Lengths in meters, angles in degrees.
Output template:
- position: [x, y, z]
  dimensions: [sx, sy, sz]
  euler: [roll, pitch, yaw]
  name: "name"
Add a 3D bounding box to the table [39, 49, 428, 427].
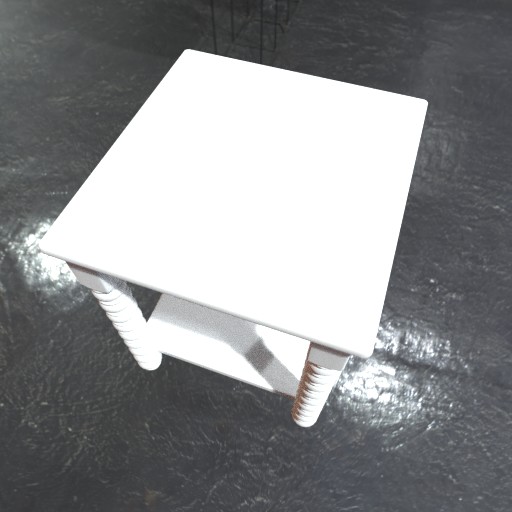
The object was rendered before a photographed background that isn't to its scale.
- position: [0.000, 0.000, 0.976]
  dimensions: [0.500, 0.563, 0.533]
  euler: [17, 58, 11]
  name: "table"
